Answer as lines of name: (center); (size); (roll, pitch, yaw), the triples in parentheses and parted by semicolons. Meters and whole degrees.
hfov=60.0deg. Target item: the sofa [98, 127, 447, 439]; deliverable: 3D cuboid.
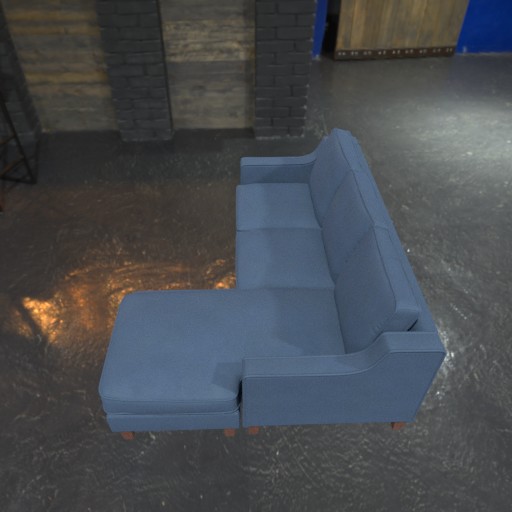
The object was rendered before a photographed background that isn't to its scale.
sofa: (0.000, 0.000, 3.260); (1.858, 1.066, 2.317); (-1, 42, -1)
